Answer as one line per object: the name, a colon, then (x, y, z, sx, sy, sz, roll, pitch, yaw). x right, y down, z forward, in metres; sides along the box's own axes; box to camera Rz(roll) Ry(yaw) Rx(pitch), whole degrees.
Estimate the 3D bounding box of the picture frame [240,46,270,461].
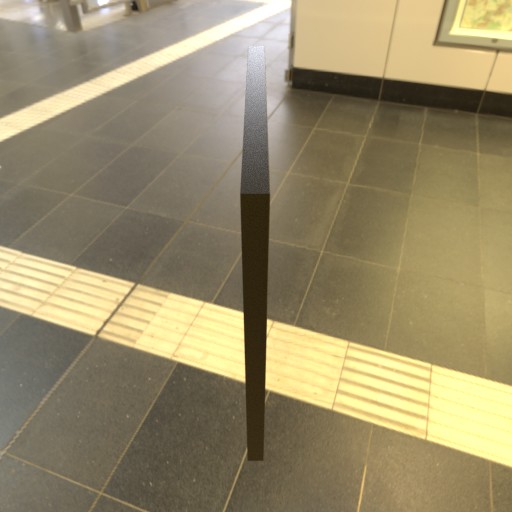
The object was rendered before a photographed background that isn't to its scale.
picture frame: (0.000, 0.000, 0.772, 0.028, 0.556, 0.460, 0, 41, 0)
